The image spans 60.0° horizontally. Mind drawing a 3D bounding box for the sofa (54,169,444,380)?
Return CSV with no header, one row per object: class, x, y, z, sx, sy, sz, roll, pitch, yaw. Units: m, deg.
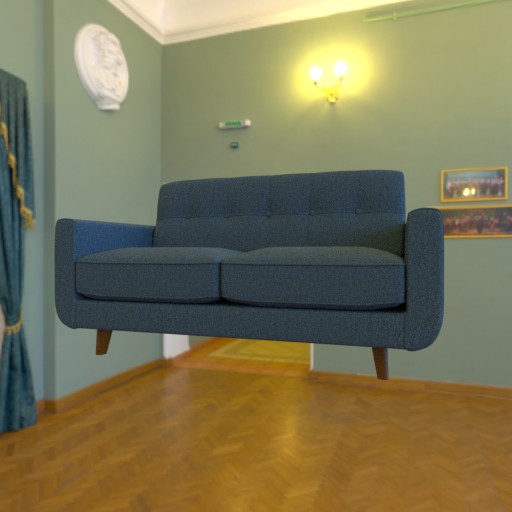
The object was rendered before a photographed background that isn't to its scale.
sofa,0.000,0.000,2.198,1.651,0.896,0.942,0,1,18
